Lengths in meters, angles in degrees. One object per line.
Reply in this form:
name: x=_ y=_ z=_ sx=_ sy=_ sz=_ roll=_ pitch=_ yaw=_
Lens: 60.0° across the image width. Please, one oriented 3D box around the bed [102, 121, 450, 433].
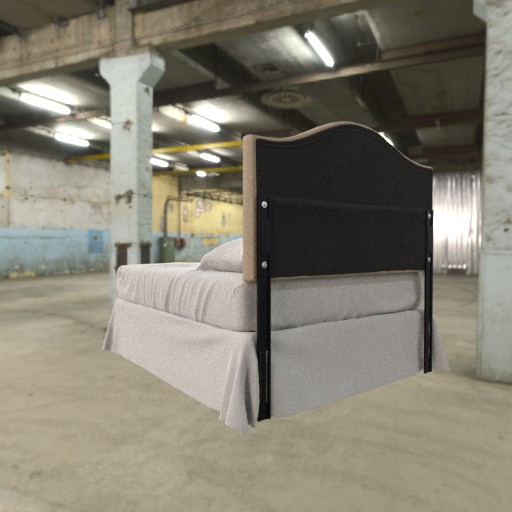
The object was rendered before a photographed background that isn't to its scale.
bed: x=0.000 y=0.000 z=3.506 sx=1.876 sy=1.645 sz=2.221 roll=-1 pitch=2 yaw=-36
